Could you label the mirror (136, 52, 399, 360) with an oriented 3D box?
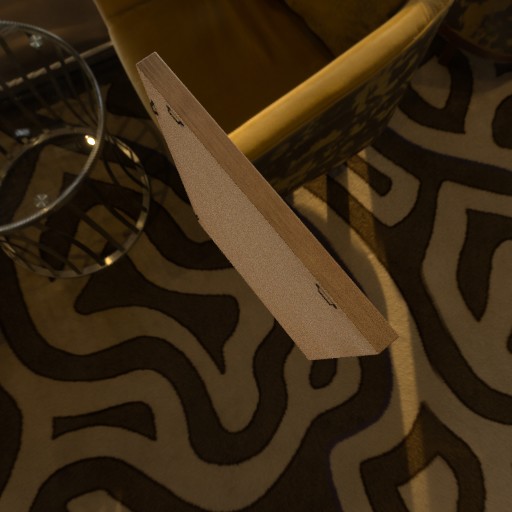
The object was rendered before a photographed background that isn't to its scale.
[{"bbox_3d":[0.000,0.000,0.921,0.039,0.711,0.508,-38,79,-9],"label":"mirror"}]
